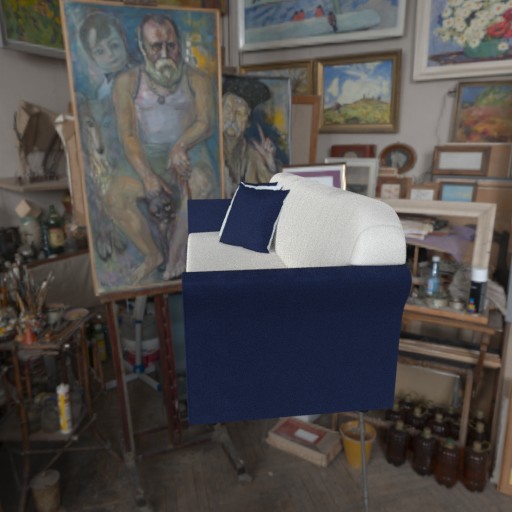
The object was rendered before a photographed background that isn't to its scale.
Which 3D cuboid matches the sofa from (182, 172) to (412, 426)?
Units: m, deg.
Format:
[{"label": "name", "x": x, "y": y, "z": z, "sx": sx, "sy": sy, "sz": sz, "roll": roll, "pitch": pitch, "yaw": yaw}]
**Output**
[{"label": "sofa", "x": 0.000, "y": 0.000, "z": 2.396, "sx": 0.749, "sy": 0.789, "sz": 2.006, "roll": -2, "pitch": 14, "yaw": -8}]
